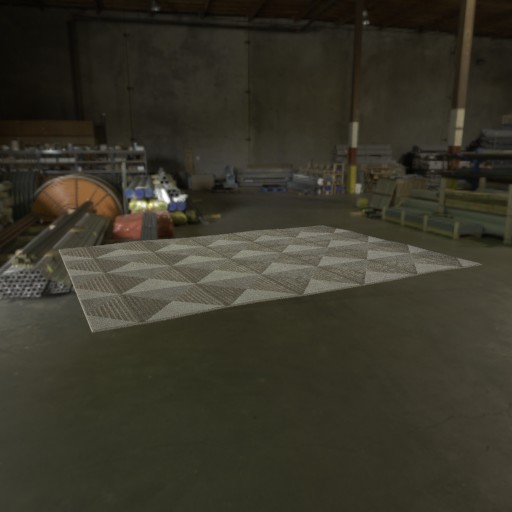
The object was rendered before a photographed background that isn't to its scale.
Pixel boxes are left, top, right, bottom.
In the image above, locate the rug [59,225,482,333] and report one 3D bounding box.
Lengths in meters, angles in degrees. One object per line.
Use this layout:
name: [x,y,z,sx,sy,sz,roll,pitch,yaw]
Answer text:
rug: [0.000,0.000,4.282,3.333,0.027,2.428,-7,15,-27]
